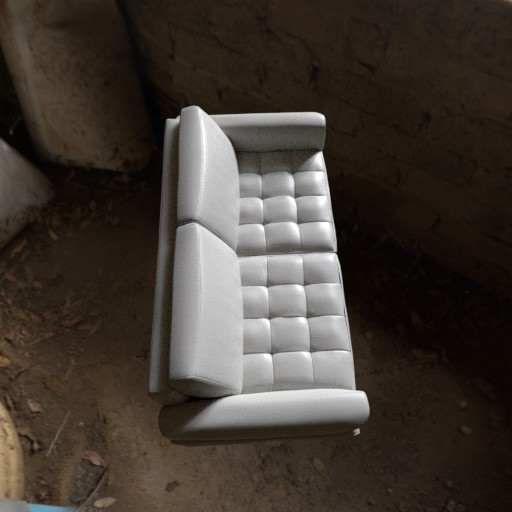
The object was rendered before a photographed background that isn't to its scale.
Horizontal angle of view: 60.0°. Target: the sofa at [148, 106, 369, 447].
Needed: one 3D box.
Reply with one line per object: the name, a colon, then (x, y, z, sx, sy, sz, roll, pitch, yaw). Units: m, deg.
sofa: (0.000, 0.000, 2.824, 1.121, 0.930, 2.177, -2, 63, -1)
